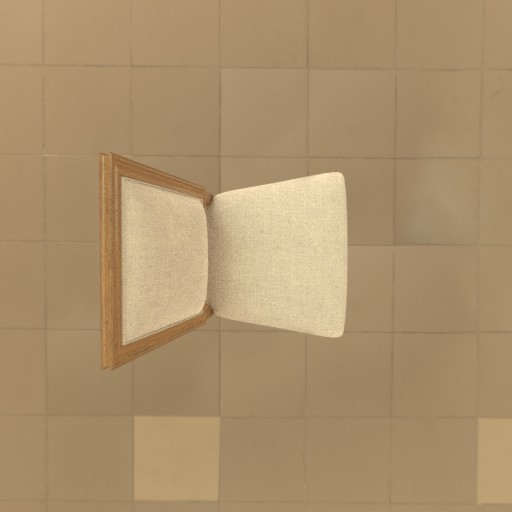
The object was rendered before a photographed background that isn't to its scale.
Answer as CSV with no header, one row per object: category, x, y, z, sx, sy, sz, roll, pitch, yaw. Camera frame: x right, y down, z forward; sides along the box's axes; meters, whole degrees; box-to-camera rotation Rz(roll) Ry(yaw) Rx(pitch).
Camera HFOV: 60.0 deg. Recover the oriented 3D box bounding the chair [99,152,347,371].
chair,0.000,0.000,1.333,0.601,0.988,0.536,0,91,0
